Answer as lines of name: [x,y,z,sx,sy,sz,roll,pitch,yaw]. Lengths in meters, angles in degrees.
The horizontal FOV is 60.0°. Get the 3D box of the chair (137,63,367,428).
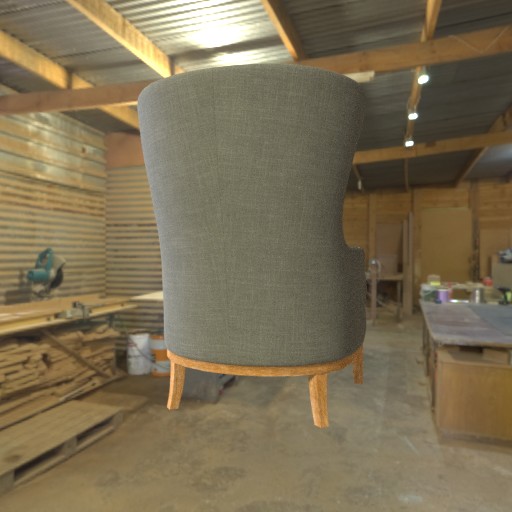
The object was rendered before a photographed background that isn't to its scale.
chair: [0.000,0.000,1.774,0.864,1.176,0.883,0,1,17]
